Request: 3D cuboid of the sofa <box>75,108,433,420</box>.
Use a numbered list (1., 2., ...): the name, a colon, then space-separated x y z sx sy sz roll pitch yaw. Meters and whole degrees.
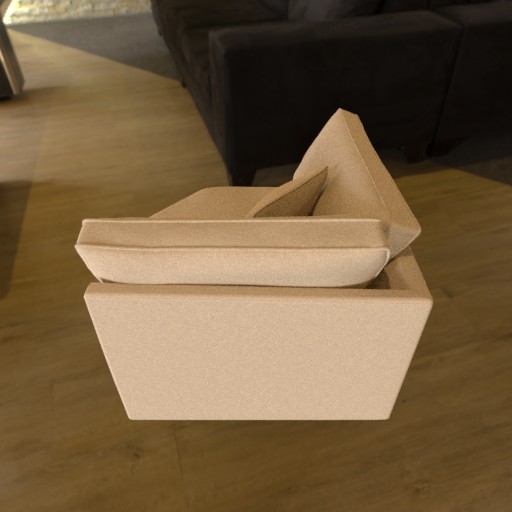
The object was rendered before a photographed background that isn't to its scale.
1. sofa: 0.000 0.000 1.864 1.042 0.937 1.050 0 41 0
